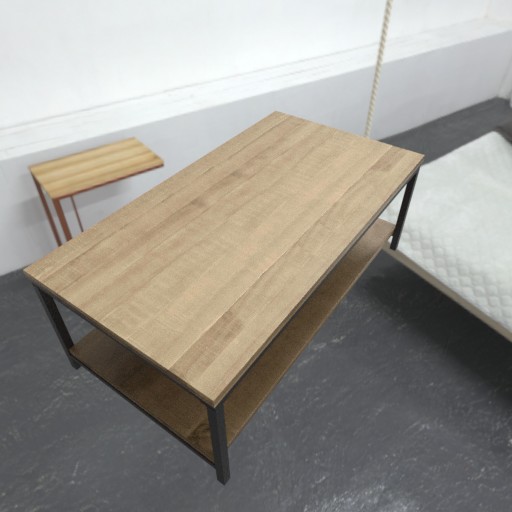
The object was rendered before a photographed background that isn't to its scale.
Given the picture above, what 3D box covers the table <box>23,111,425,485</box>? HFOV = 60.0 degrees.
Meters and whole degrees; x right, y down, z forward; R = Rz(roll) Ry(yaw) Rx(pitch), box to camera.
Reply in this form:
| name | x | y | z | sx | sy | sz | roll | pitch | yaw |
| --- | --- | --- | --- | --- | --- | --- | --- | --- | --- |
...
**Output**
| name | x | y | z | sx | sy | sz | roll | pitch | yaw |
| --- | --- | --- | --- | --- | --- | --- | --- | --- | --- |
| table | 0.000 | 0.000 | 1.358 | 0.574 | 0.393 | 1.062 | 26 | 48 | 26 |
